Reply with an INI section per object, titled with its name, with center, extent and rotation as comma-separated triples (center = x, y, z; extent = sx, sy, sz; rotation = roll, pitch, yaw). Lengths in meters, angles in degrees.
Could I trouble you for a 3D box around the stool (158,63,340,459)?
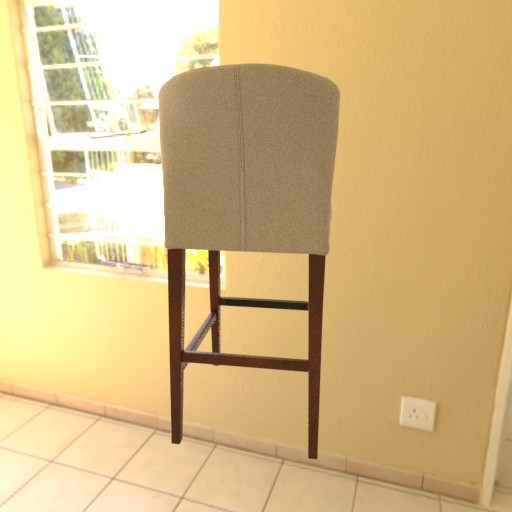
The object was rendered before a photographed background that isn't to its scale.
[stool]
center = 0.000, 0.000, 1.423
extent = 0.479, 1.069, 0.568
rotation = 2, 15, 9
